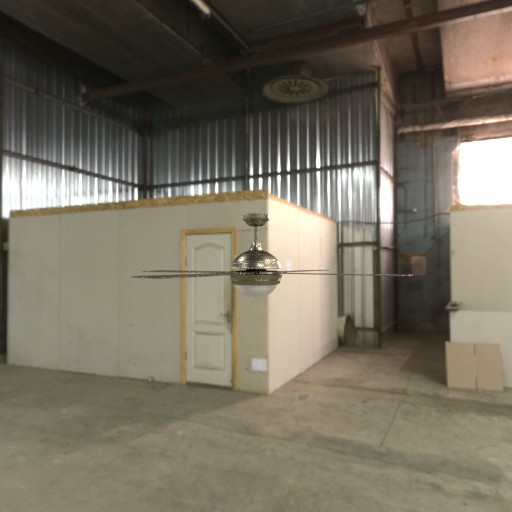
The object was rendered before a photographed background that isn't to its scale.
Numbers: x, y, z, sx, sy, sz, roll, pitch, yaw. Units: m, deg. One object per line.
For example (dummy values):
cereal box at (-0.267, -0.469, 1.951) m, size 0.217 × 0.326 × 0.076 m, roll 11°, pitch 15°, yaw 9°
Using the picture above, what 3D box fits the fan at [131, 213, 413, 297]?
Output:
fan at (0.000, 0.000, 2.041) m, size 1.321 × 0.381 × 1.321 m, roll 0°, pitch -1°, yaw -36°
